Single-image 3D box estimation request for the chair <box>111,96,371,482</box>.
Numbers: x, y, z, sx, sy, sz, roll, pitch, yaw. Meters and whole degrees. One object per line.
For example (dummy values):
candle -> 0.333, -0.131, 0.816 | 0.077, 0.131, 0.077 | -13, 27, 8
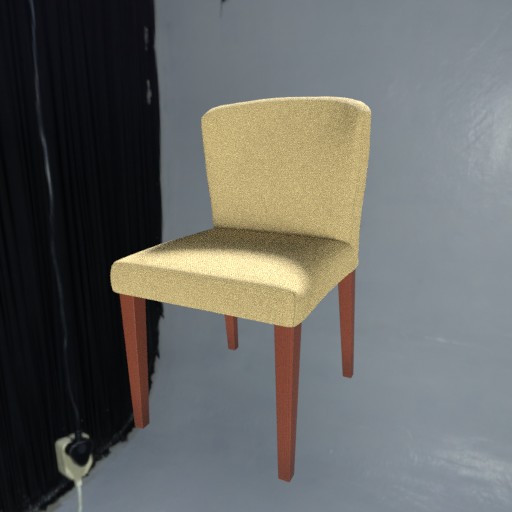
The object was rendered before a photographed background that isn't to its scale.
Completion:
chair -> 0.000, 0.000, 1.177 | 0.491, 0.839, 0.589 | 7, 17, 26
